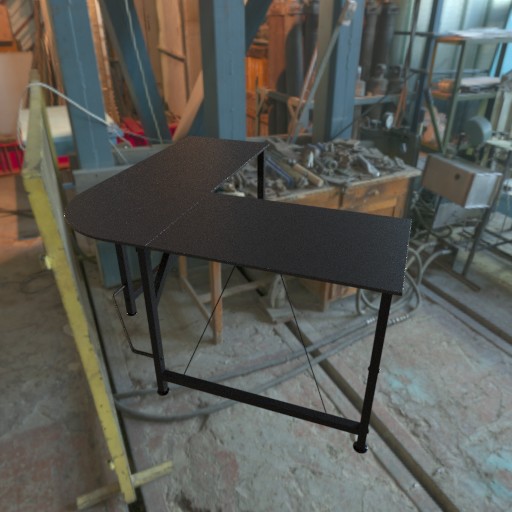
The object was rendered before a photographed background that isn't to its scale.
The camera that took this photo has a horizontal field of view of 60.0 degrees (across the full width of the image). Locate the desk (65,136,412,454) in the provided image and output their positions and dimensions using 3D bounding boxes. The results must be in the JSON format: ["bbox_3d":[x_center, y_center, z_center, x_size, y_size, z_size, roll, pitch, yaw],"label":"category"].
[{"bbox_3d":[0.000,0.000,2.249,1.400,0.762,1.400,10,31,17],"label":"desk"}]
